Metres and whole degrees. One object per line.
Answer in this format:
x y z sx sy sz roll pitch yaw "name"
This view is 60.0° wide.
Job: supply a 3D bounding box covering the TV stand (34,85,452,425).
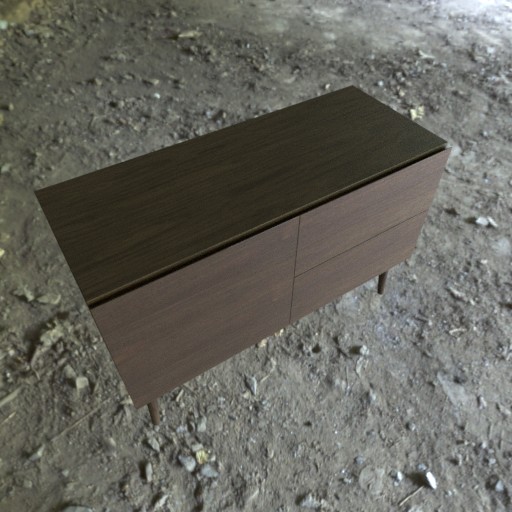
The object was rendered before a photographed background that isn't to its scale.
0.000 0.000 1.356 0.990 0.660 0.405 -25 52 -22 "TV stand"
